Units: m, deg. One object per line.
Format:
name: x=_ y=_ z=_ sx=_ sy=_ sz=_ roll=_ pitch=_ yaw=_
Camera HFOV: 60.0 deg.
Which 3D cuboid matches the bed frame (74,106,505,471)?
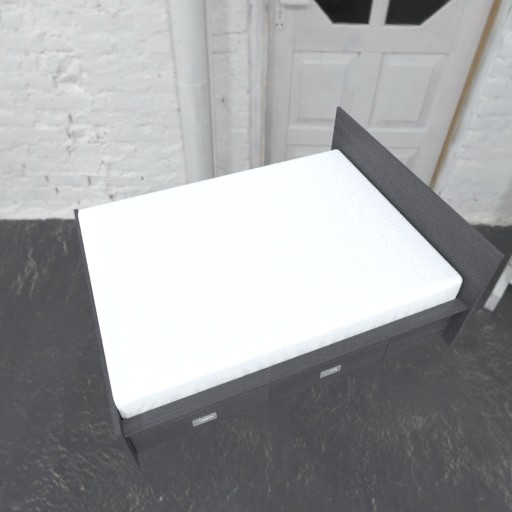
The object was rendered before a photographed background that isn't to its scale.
bed frame: x=0.000 y=0.000 z=2.714 sx=1.960 sy=0.800 sz=1.622 roll=-16 pitch=48 yaw=-15
